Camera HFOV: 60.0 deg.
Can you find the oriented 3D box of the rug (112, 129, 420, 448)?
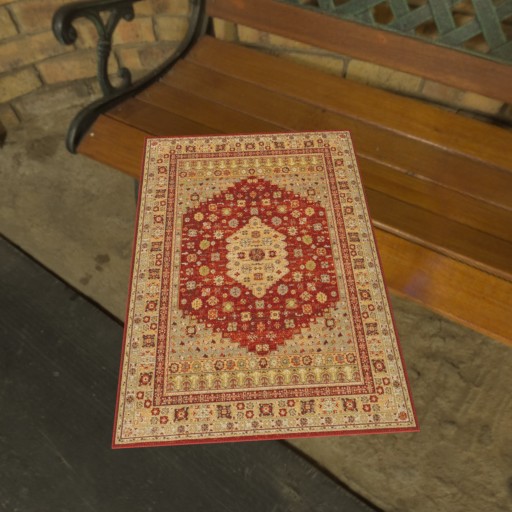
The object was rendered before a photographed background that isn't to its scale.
[{"bbox_3d":[0.000,0.000,2.852,1.593,0.013,2.211,-3,59,-2],"label":"rug"}]
